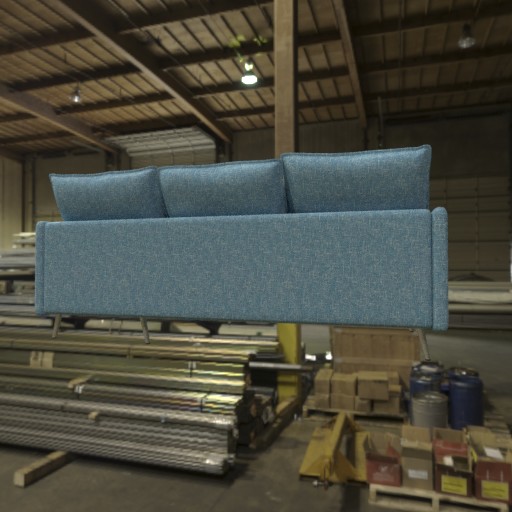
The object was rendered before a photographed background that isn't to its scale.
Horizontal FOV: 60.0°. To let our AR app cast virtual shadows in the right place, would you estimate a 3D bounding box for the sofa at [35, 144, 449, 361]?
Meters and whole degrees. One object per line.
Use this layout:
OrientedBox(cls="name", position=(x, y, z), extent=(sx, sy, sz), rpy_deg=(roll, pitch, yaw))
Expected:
OrientedBox(cls="sofa", position=(0.000, 0.000, 2.733), extent=(2.034, 0.899, 1.420), rpy_deg=(0, -1, 17))
